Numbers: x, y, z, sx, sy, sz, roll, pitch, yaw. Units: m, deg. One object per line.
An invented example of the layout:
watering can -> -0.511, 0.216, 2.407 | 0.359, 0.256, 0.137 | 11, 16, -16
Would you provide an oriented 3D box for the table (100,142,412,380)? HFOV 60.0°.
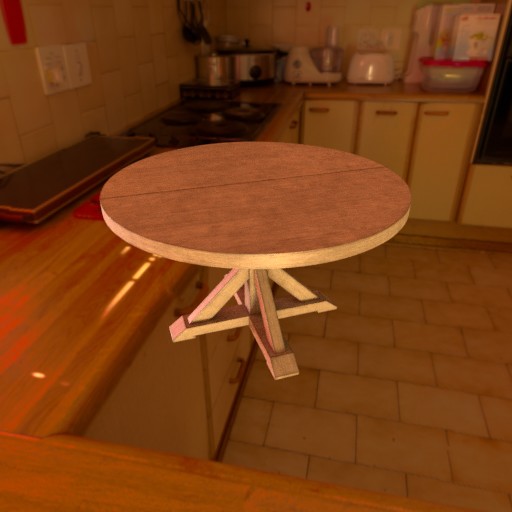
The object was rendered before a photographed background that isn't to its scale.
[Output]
table -> 0.000, 0.000, 2.214 | 1.363, 0.781, 1.363 | 0, 29, 0
